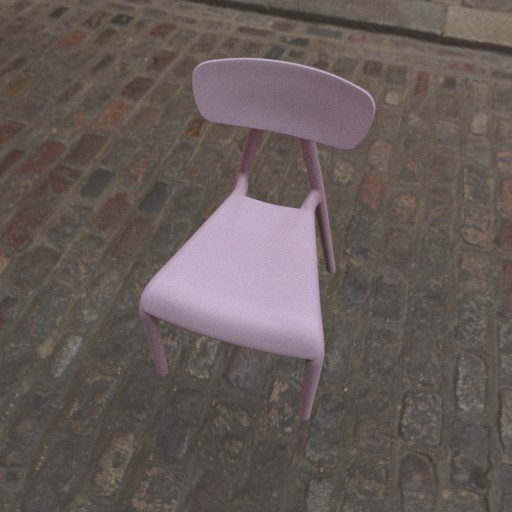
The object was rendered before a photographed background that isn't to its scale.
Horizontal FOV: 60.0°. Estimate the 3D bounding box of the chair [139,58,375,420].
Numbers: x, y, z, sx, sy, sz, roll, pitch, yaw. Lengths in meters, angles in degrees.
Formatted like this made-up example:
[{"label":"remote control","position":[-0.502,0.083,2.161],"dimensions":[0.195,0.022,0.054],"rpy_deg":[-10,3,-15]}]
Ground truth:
[{"label":"chair","position":[0.000,0.000,0.841],"dimensions":[0.356,0.580,0.401],"rpy_deg":[14,59,9]}]
